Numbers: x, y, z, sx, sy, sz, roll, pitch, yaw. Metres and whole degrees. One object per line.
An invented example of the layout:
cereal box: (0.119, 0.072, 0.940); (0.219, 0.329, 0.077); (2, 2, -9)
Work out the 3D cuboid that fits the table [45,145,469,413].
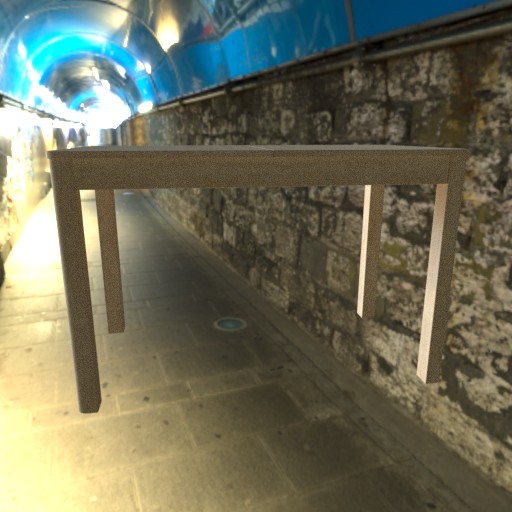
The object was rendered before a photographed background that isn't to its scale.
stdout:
table: (0.000, 0.000, 1.888); (1.400, 0.900, 0.750); (-2, 15, -8)
